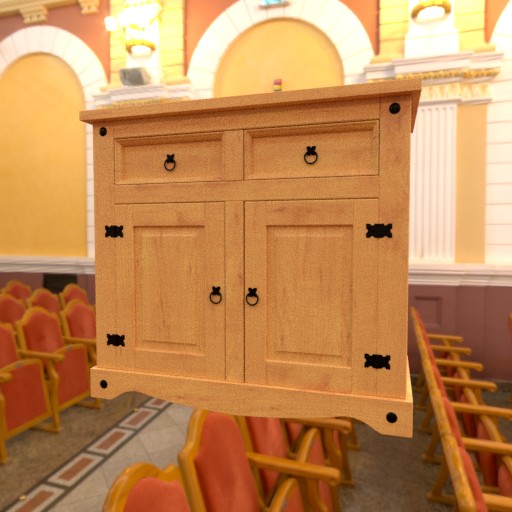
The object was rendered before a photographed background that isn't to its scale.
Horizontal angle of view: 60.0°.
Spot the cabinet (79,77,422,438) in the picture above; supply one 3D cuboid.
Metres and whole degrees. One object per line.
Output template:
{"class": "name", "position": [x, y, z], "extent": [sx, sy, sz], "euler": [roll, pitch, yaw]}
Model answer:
{"class": "cabinet", "position": [0.000, 0.000, 1.369], "extent": [0.920, 0.840, 0.450], "euler": [1, 3, 17]}
